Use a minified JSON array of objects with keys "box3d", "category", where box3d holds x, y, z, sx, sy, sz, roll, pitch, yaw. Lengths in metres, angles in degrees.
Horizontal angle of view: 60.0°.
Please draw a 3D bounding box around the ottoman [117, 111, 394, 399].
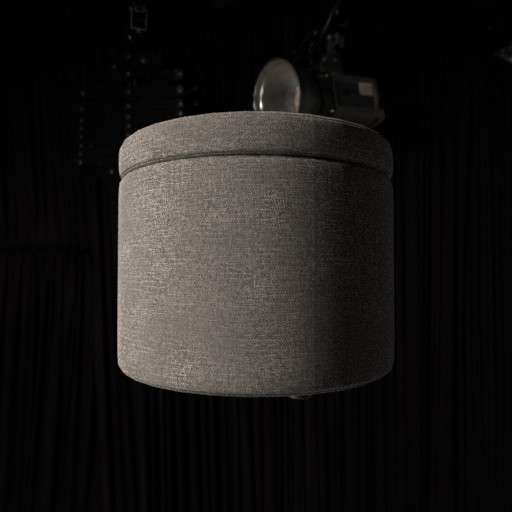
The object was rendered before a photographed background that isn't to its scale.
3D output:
[{"box3d":[0.000,0.000,0.842,0.500,0.419,0.500,0,-1,0],"category":"ottoman"}]
